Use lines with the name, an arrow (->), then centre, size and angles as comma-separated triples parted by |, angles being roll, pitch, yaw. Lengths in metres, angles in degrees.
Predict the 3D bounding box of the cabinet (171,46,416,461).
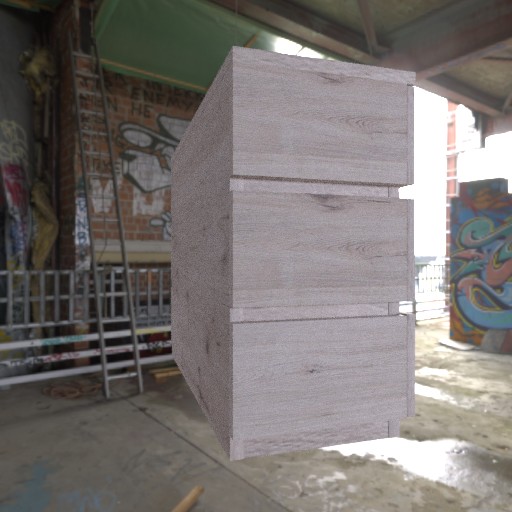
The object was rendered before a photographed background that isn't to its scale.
cabinet -> 0.000, 0.000, 1.421 | 0.420, 0.820, 1.040 | 0, 0, -17
